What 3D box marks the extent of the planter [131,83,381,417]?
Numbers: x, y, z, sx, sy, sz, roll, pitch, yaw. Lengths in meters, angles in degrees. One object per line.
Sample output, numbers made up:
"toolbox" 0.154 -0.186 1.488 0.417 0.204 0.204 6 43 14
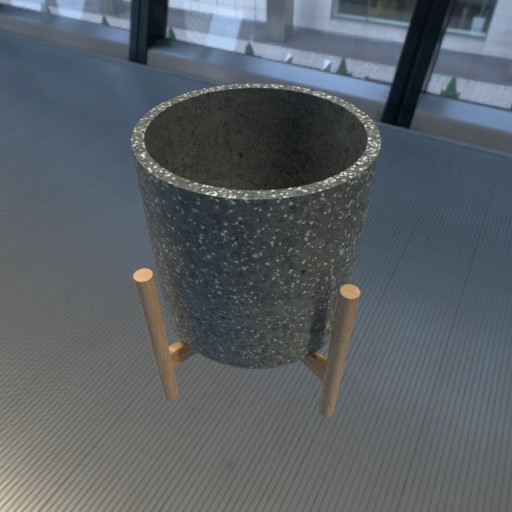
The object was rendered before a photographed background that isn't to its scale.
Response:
"planter" 0.000 0.000 0.687 0.360 0.419 0.360 -11 43 -12
